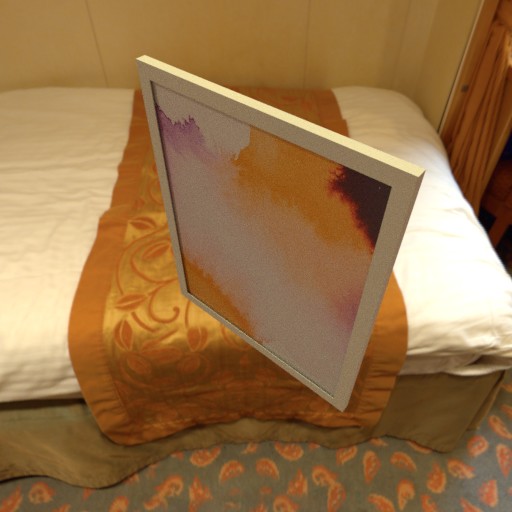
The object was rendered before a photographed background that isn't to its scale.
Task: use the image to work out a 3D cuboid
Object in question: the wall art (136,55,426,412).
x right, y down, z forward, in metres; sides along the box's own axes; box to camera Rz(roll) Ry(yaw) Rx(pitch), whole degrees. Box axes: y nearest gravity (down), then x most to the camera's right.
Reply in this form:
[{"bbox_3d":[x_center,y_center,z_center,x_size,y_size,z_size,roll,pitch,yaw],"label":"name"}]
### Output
[{"bbox_3d":[0.000,0.000,1.114,0.661,0.811,0.026,31,54,26],"label":"wall art"}]
